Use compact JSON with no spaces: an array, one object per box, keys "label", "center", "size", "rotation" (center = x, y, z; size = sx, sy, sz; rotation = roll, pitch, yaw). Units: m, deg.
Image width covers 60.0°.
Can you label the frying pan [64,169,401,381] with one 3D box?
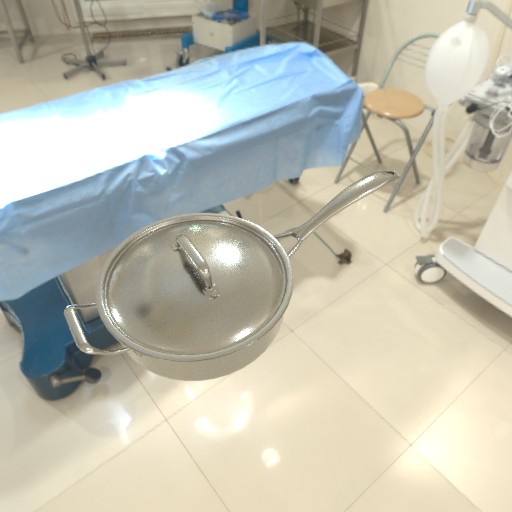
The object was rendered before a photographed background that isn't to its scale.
[{"label":"frying pan","center":[0.000,0.000,0.600],"size":[0.492,0.111,0.245],"rotation":[-24,50,-22]}]
